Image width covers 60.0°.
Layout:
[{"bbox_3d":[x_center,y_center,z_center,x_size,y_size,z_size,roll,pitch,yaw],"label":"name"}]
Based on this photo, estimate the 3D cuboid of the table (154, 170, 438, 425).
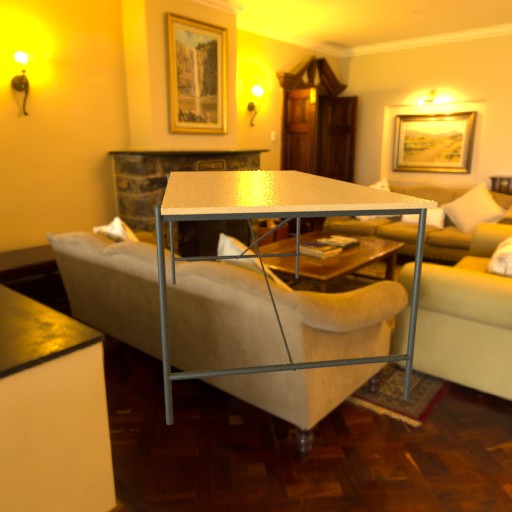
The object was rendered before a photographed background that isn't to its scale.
[{"bbox_3d":[0.000,0.000,2.278,0.900,0.758,1.800,-2,14,-9],"label":"table"}]
